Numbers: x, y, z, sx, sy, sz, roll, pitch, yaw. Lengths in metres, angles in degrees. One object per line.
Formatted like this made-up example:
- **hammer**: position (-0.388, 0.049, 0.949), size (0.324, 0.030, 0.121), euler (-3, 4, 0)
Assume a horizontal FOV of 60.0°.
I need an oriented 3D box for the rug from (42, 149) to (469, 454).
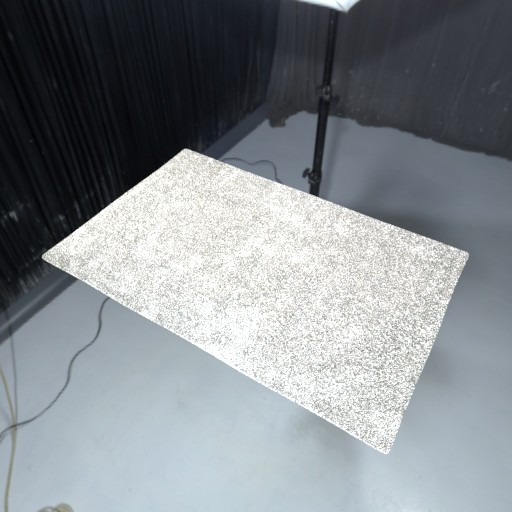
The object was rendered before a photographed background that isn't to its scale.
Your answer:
- **rug**: position (0.000, 0.000, 2.883), size (2.350, 0.025, 1.502), euler (24, 51, 22)
